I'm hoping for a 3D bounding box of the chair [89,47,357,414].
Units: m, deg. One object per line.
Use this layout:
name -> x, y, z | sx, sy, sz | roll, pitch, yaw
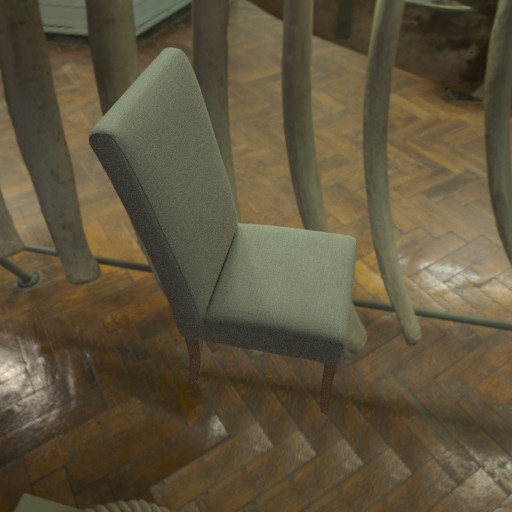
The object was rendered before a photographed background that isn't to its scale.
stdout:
chair -> 0.000, 0.000, 1.347 | 0.611, 1.033, 0.450 | 9, 48, 9
